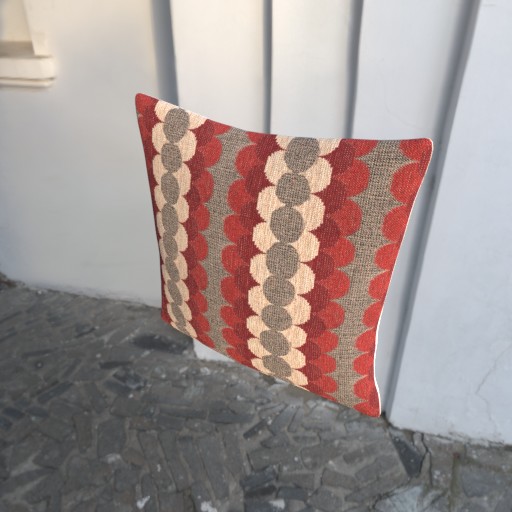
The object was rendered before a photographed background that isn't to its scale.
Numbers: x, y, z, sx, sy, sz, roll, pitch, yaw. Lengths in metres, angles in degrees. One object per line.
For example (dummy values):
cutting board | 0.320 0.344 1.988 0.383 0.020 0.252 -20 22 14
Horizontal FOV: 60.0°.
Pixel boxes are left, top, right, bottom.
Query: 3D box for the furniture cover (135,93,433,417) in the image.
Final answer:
furniture cover | 0.000 0.000 0.654 0.435 0.420 0.145 18 35 28
